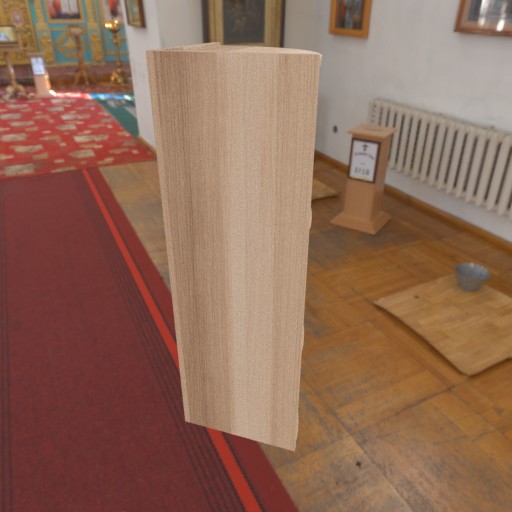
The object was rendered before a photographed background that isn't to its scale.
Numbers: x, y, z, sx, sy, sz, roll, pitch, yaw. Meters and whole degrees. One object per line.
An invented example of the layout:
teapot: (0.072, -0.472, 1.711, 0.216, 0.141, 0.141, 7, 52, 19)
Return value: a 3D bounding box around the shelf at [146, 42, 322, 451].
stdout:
shelf: (0.000, 0.000, 1.022, 0.290, 0.872, 0.290, 9, 30, 16)
